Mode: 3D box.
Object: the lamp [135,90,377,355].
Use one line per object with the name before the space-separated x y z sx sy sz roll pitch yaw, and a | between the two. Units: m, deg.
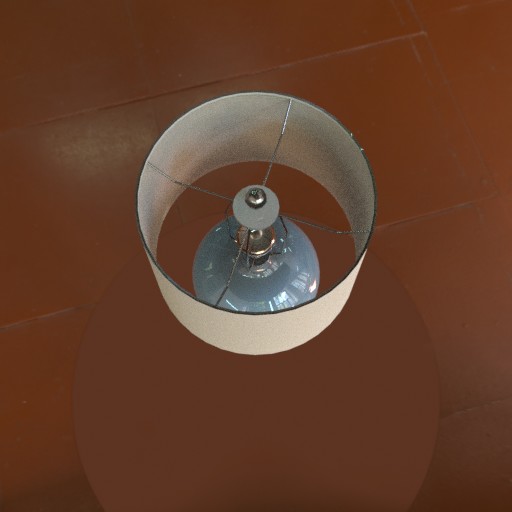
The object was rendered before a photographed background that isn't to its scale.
lamp | 0.000 0.000 0.560 0.247 0.387 0.247 0 74 0
